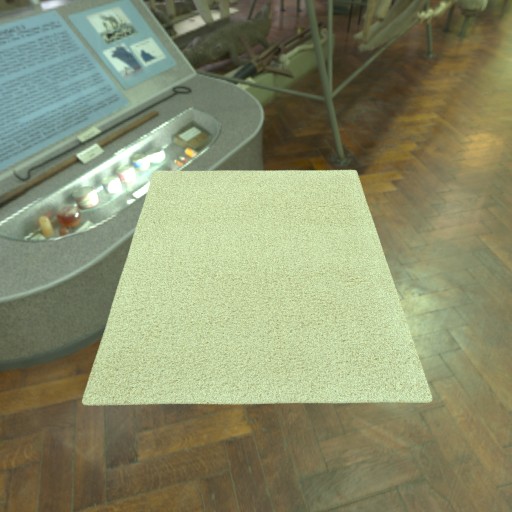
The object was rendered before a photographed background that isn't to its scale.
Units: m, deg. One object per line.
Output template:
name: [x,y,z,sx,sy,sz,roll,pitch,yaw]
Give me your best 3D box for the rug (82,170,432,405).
rug: [0.000,0.000,4.193,2.438,0.029,3.047,0,42,0]
